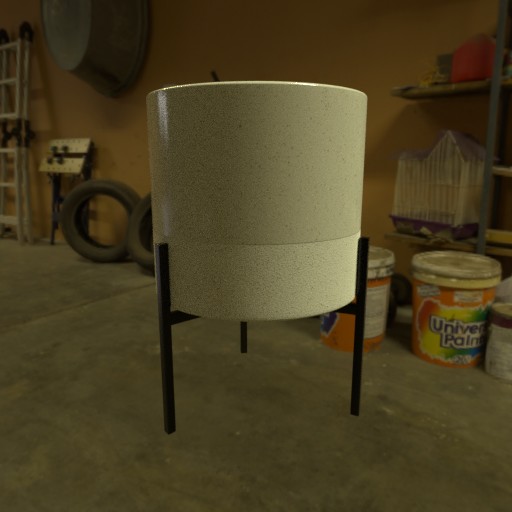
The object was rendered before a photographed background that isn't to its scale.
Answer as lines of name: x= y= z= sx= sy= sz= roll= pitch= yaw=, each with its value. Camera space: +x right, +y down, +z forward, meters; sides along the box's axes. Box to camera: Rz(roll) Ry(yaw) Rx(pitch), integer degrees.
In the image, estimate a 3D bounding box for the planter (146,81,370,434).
planter: x=0.000 y=0.000 z=0.342 sx=0.152 sy=0.230 sz=0.159 roll=-2 pitch=13 yaw=-9
